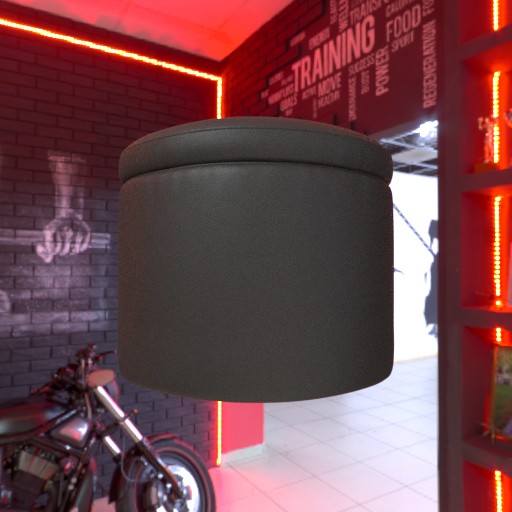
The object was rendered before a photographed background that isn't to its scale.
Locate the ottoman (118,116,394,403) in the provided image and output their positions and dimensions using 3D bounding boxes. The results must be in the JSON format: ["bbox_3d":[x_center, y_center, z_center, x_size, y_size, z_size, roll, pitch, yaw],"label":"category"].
[{"bbox_3d":[0.000,0.000,0.839,0.500,0.409,0.500,0,-2,0],"label":"ottoman"}]
